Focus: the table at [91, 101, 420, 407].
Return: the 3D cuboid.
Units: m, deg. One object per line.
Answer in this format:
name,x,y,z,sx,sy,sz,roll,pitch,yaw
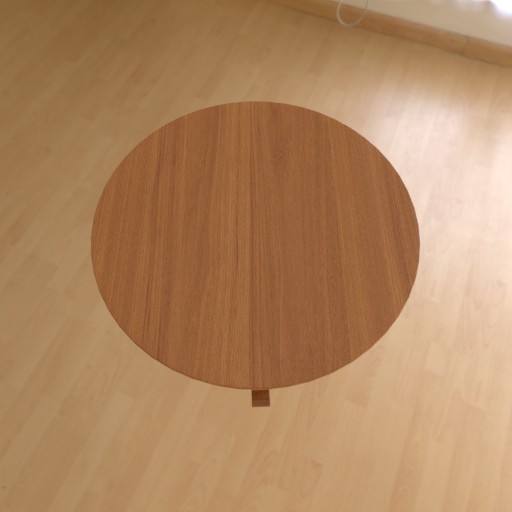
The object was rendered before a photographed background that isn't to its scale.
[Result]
table,0.000,0.000,1.612,1.029,0.490,1.029,0,64,0
